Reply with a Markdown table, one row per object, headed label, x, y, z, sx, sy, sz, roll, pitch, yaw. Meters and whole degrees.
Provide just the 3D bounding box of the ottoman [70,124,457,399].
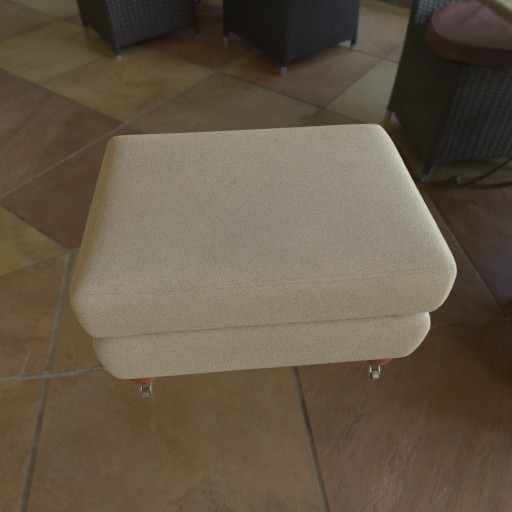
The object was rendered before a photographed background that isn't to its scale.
| label | x | y | z | sx | sy | sz | roll | pitch | yaw |
| --- | --- | --- | --- | --- | --- | --- | --- | --- | --- |
| ottoman | 0.000 | 0.000 | 1.167 | 0.773 | 0.504 | 0.569 | -4 | 47 | -3 |
